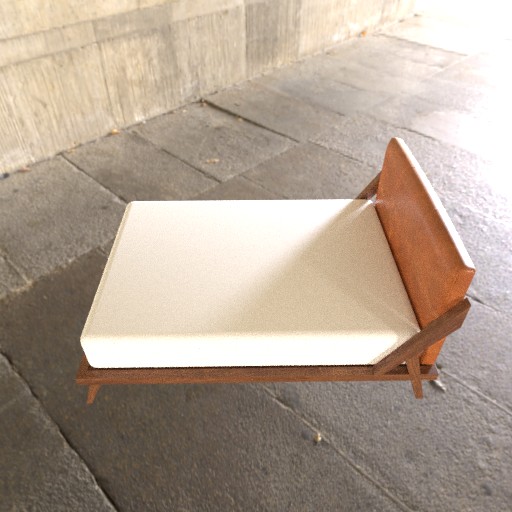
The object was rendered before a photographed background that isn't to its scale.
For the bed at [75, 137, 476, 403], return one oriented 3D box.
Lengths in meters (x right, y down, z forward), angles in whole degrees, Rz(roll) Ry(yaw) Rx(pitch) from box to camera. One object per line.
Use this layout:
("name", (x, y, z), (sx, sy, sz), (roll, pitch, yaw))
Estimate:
("bed", (0.000, 0.000, 3.240), (2.311, 1.168, 1.651), (-1, 41, -1))
